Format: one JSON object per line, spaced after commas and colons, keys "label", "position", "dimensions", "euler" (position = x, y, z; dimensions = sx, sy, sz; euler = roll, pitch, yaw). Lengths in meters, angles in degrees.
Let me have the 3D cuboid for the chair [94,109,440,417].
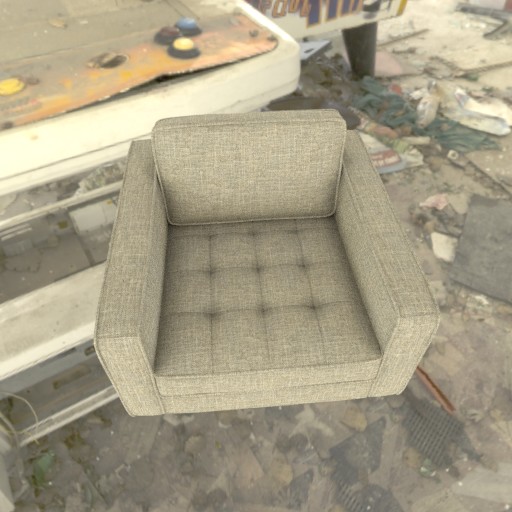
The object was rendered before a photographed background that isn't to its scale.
{"label": "chair", "position": [0.000, 0.000, 1.527], "dimensions": [0.889, 0.765, 0.914], "euler": [-4, 47, -3]}
